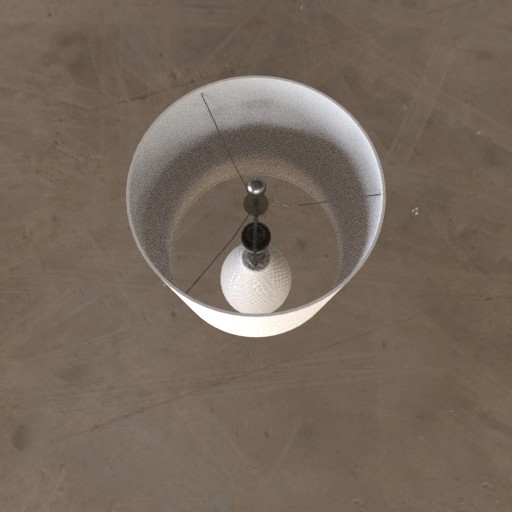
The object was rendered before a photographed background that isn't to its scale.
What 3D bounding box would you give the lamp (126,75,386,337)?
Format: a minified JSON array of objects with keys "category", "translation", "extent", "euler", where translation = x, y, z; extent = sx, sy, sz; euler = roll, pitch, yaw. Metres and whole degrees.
[{"category":"lamp","translation":[0.000,0.000,0.585],"extent":[0.214,0.466,0.214],"euler":[2,75,1]}]
